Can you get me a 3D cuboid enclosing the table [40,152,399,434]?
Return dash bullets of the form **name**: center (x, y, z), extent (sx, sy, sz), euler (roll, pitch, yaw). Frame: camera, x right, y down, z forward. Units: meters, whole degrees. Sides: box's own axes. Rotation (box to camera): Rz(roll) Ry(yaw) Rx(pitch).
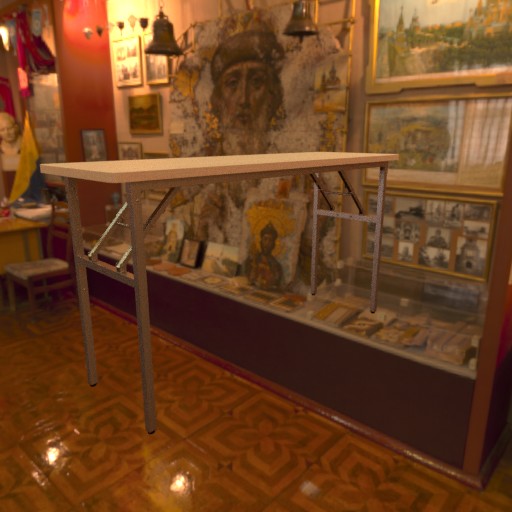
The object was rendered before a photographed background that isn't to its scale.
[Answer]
- **table**: center (0.000, 0.000, 1.739), extent (0.446, 0.750, 1.397), euler (14, 21, 42)
